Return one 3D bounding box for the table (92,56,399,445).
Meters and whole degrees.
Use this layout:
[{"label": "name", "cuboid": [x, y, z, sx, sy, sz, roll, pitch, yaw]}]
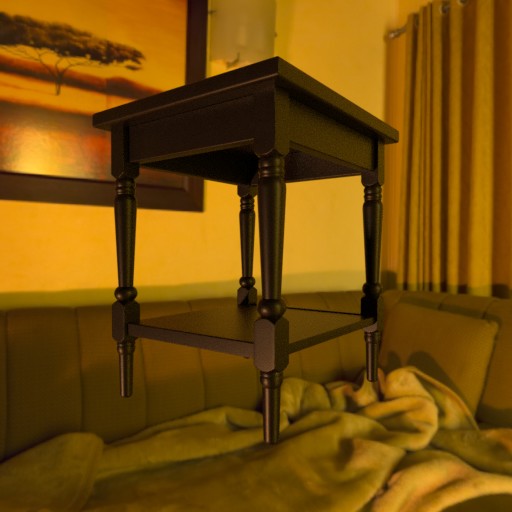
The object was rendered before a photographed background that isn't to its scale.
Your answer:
[{"label": "table", "cuboid": [0.000, 0.000, 0.940, 0.442, 0.565, 0.488, 1, 1, 37]}]
